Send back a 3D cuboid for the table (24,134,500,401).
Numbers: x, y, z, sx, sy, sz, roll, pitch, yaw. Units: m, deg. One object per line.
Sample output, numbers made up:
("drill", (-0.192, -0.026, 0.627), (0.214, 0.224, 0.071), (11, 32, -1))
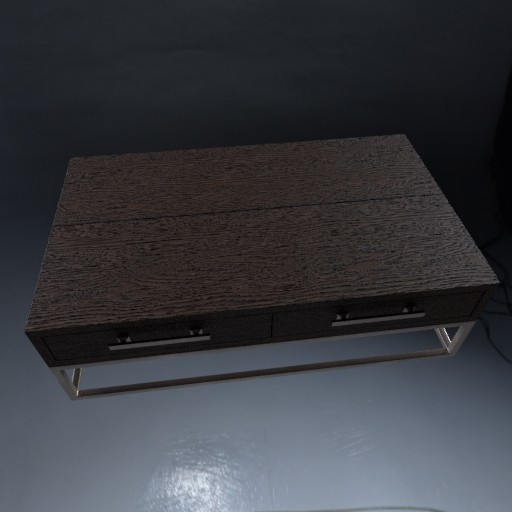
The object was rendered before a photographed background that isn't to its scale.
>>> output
("table", (0.000, 0.000, 1.434), (1.167, 0.361, 0.719), (-5, 47, -5))
